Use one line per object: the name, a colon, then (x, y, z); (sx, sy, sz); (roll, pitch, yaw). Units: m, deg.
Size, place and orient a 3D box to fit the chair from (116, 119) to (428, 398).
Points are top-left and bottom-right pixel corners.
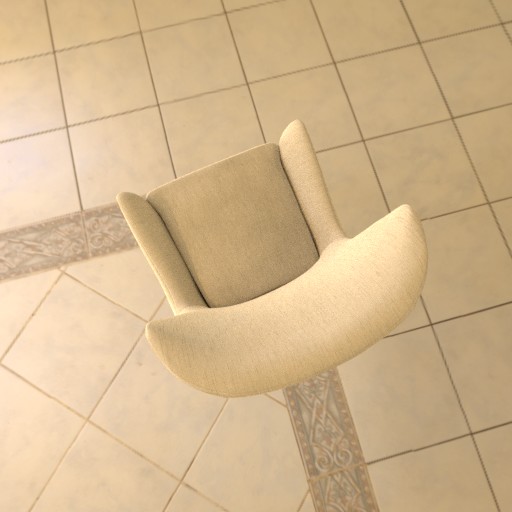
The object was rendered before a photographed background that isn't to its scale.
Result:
chair: (0.000, 0.000, 1.652); (0.779, 1.000, 0.904); (-24, 77, -6)
